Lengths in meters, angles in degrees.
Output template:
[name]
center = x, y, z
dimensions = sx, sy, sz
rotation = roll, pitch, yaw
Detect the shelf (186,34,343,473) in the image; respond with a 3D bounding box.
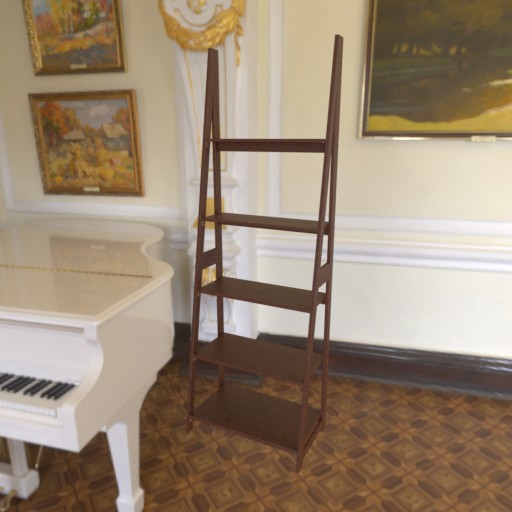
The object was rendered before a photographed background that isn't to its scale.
[shelf]
center = 0.000, 0.000, 1.953
dimensions = 0.600, 1.770, 0.350
rotation = 8, 17, 26
